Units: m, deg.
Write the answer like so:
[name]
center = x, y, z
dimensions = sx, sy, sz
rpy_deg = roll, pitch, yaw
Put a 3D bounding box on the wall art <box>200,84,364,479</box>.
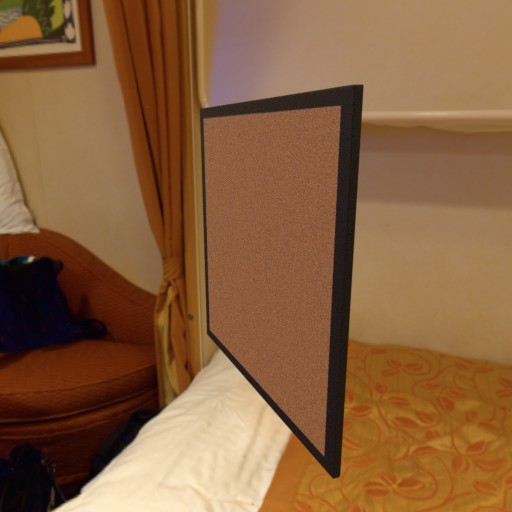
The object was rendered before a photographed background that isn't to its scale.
[wall art]
center = 0.000, 0.000, 0.990
dimensions = 0.016, 0.659, 0.663
rpy_deg = -7, 17, -25
